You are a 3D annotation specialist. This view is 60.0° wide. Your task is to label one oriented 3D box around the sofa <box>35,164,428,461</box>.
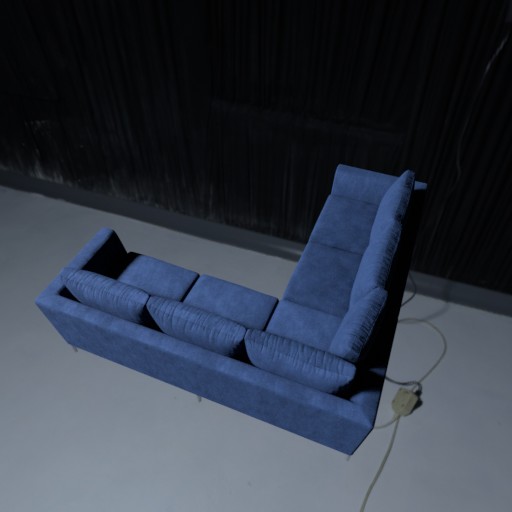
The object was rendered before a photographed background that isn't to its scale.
[{"bbox_3d":[0.000,0.000,3.832,2.463,0.988,2.472,16,49,15],"label":"sofa"}]
